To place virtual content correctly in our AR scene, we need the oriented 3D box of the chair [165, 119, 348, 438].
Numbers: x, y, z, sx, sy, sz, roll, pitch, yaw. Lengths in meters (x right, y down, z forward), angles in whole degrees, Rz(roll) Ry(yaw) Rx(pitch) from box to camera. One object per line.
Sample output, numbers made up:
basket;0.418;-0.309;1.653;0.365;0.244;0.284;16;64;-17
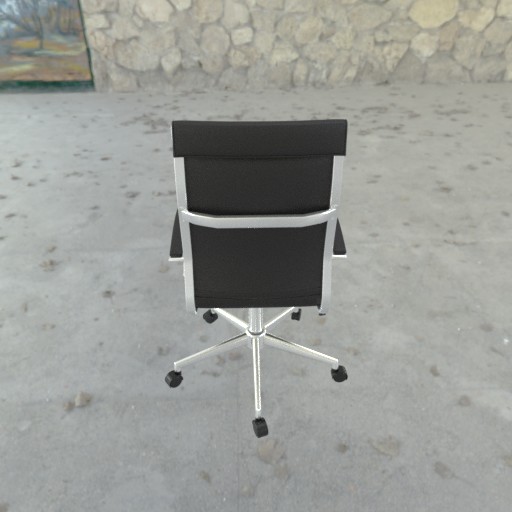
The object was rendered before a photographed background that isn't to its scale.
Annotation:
chair;0.000;0.000;1.653;0.766;1.149;0.739;-1;31;-2
